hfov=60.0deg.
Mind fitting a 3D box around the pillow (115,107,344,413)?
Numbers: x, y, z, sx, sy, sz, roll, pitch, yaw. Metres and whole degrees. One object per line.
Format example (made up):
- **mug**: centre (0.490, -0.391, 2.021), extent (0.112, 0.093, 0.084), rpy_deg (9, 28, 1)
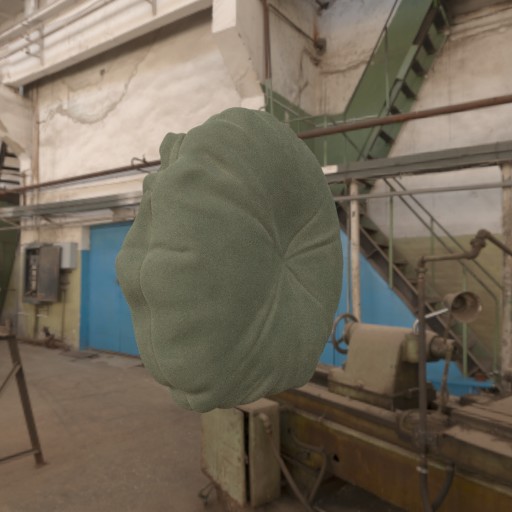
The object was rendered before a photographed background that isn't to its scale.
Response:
- **pillow**: centre (0.000, 0.000, 0.642), extent (0.148, 0.407, 0.428), rpy_deg (-1, -2, 37)
